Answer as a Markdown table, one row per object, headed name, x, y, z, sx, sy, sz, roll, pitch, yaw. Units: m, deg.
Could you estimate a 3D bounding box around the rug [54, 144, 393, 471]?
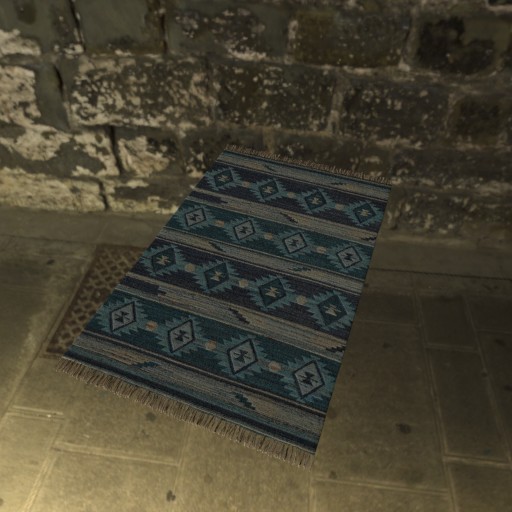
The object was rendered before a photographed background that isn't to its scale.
| name | x | y | z | sx | sy | sz | roll | pitch | yaw |
| --- | --- | --- | --- | --- | --- | --- | --- | --- | --- |
| rug | 0.000 | 0.000 | 2.415 | 1.181 | 0.028 | 1.936 | 16 | 48 | 15 |
